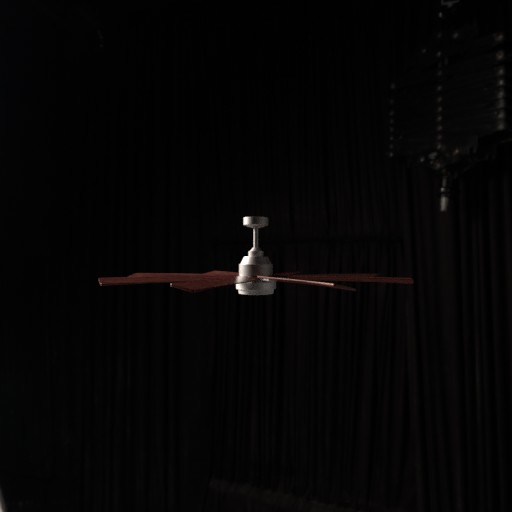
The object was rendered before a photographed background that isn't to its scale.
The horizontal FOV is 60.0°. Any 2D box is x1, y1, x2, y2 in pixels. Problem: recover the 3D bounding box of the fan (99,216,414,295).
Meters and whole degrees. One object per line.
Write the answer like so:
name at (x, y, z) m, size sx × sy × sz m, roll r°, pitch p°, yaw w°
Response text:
fan at (0.000, 0.000, 2.735) m, size 1.830 × 0.472 × 1.830 m, roll 0°, pitch 0°, yaw 20°
